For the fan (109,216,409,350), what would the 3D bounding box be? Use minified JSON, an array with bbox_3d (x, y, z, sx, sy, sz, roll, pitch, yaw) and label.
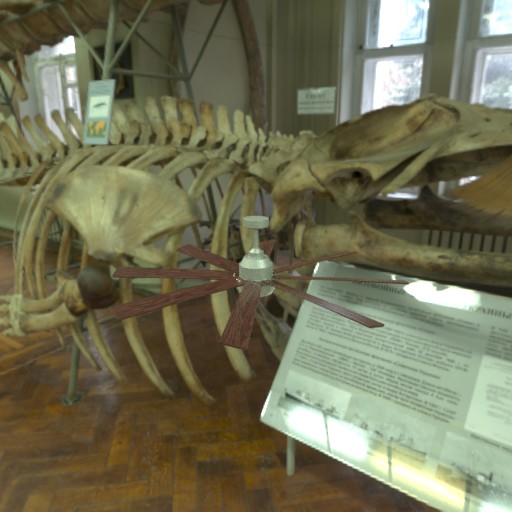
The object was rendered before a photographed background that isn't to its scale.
[{"bbox_3d":[0.000,0.000,2.727,1.830,0.472,1.830,2,16,6],"label":"fan"}]
